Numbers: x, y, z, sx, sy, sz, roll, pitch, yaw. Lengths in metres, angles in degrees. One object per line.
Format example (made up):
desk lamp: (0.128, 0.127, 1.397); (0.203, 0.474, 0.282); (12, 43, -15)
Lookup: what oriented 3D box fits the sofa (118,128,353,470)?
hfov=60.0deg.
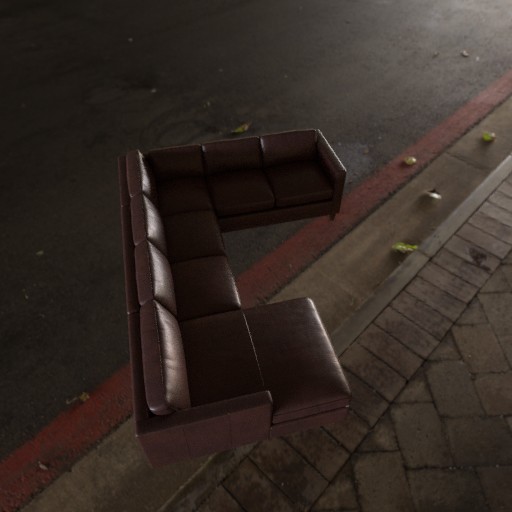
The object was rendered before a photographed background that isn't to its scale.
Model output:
sofa: (0.000, 0.000, 4.393); (2.452, 0.891, 3.324); (-10, 47, -10)
